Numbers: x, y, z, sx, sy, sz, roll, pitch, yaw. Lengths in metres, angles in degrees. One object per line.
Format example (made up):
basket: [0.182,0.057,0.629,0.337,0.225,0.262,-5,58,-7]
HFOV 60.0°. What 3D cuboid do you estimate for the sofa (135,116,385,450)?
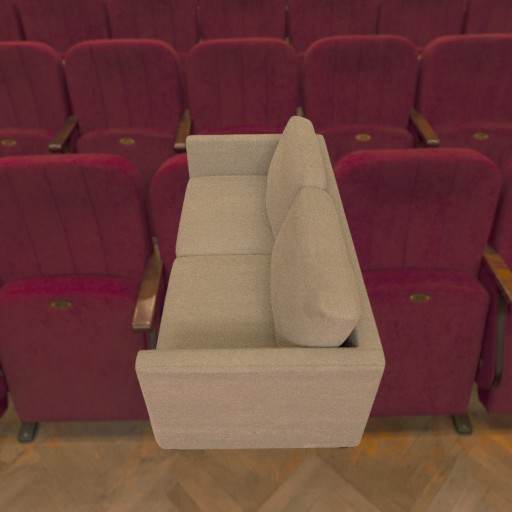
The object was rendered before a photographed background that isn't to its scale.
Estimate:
sofa: [0.000,0.000,2.476,0.950,0.963,1.884,-1,41,-1]
